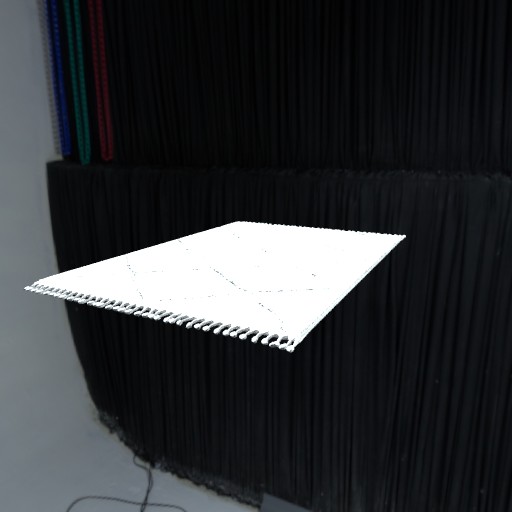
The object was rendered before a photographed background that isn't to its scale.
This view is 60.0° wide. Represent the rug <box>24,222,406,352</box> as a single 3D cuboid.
[{"bbox_3d":[0.000,0.000,2.880,1.494,0.031,2.307,7,16,27],"label":"rug"}]
